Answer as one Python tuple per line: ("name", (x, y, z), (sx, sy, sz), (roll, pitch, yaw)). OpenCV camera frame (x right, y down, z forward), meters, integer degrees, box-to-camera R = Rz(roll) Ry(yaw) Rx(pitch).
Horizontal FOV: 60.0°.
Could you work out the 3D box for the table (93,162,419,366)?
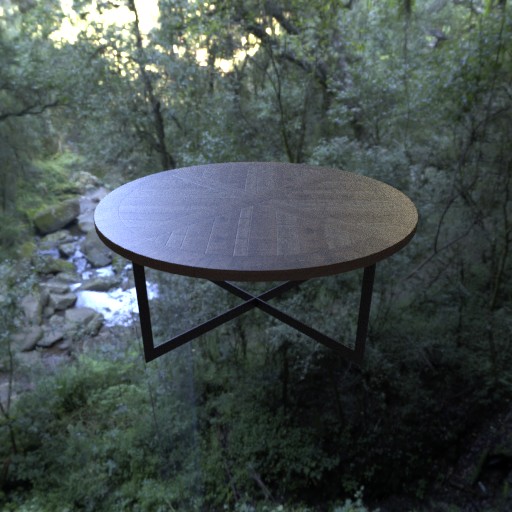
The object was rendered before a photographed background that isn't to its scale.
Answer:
("table", (0.000, 0.000, 1.925), (1.264, 0.516, 1.264), (0, 26, 0))
